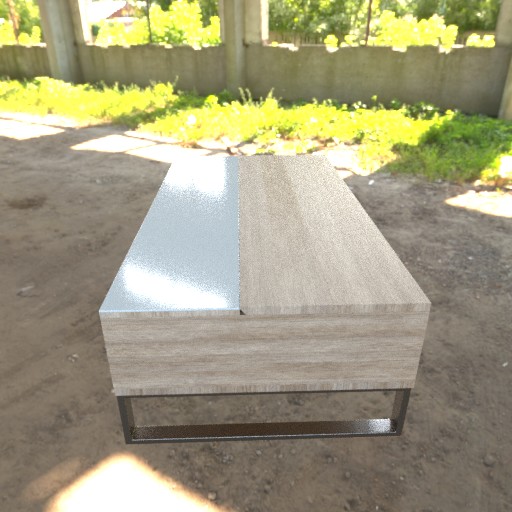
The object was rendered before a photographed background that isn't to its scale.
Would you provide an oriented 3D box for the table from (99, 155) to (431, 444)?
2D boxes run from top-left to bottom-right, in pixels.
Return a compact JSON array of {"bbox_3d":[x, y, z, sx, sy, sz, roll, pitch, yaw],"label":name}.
[{"bbox_3d":[0.000,0.000,1.367,0.600,0.350,1.100,-1,27,-2],"label":"table"}]
